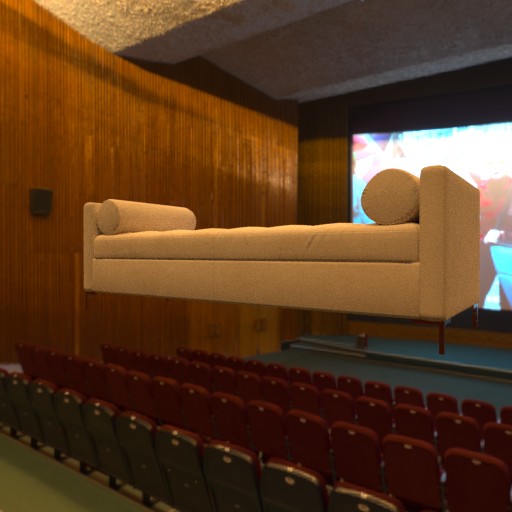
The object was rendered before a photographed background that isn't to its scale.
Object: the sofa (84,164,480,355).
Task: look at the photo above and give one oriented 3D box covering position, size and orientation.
[{"bbox_3d":[0.000,0.000,2.278,1.981,0.635,0.686,0,0,35],"label":"sofa"}]
